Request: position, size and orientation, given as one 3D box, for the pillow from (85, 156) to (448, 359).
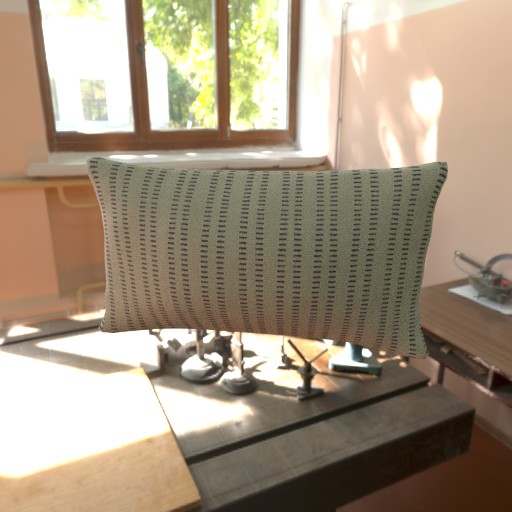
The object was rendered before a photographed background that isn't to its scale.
[{"bbox_3d":[0.000,0.000,0.818,0.640,0.353,0.210,3,17,9],"label":"pillow"}]
